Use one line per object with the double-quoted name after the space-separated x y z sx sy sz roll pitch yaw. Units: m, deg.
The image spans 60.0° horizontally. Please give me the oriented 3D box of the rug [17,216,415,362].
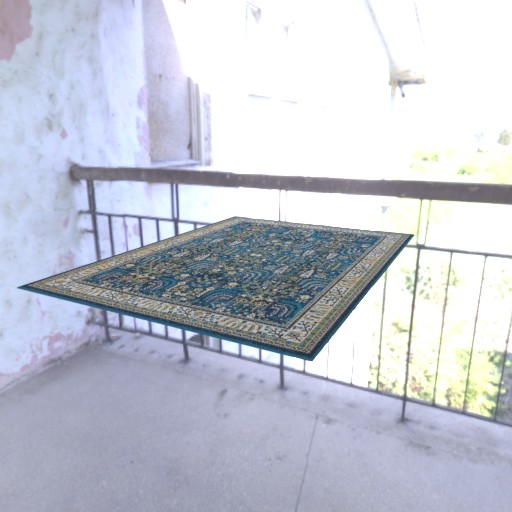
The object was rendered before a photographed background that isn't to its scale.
0.000 0.000 3.933 2.226 0.015 3.044 8 18 27 "rug"
